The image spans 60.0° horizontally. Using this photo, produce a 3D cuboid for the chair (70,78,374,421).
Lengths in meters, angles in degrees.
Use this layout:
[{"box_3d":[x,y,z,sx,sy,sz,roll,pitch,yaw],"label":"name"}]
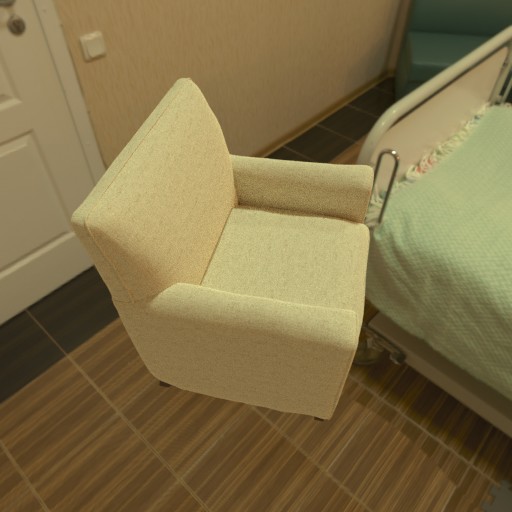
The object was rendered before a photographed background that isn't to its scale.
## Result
[{"box_3d":[0.000,0.000,1.667,0.823,0.943,0.870,10,48,9],"label":"chair"}]
